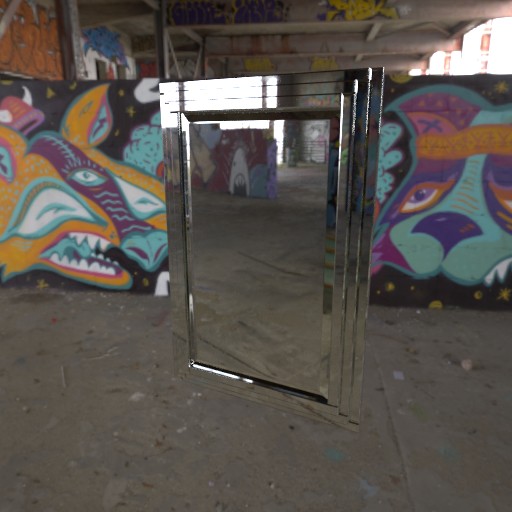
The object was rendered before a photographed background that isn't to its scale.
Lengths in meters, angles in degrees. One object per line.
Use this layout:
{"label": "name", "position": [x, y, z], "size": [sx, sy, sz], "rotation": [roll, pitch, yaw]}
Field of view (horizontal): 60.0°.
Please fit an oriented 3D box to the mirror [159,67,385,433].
{"label": "mirror", "position": [0.000, 0.000, 1.201], "size": [0.613, 0.914, 0.039], "rotation": [8, 17, 26]}
